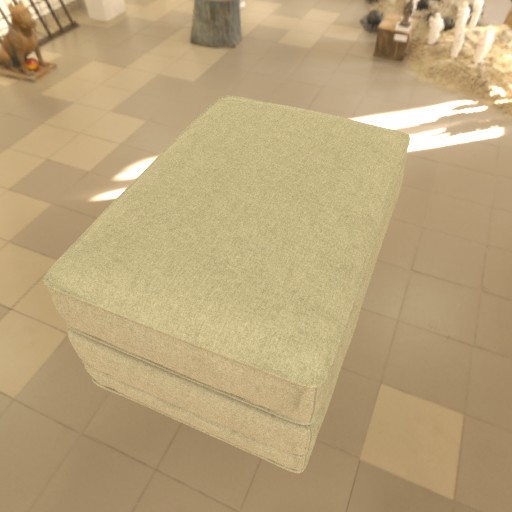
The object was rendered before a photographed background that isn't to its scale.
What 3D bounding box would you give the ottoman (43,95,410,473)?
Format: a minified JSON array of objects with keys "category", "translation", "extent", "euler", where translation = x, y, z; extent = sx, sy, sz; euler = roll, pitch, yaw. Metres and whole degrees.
[{"category":"ottoman","translation":[0.000,0.000,1.189],"extent":[0.611,0.508,0.848],"euler":[18,50,16]}]
